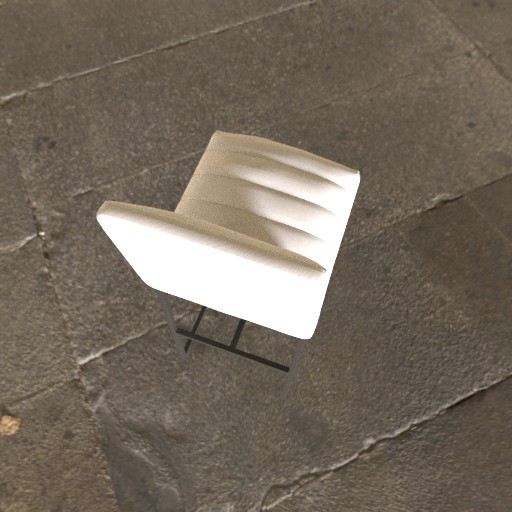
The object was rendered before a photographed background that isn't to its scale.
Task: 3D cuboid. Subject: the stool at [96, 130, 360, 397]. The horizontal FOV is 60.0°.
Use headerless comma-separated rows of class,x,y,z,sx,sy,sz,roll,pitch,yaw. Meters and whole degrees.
stool,0.000,0.000,1.362,0.464,1.061,0.573,18,64,9
